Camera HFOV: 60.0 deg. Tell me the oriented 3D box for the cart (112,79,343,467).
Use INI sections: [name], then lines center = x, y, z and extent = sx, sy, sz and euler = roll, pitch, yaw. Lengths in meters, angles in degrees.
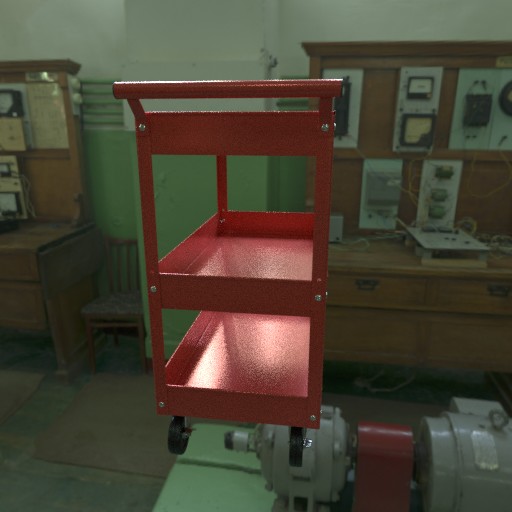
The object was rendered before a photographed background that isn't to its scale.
[cart]
center = 0.000, 0.000, 1.138
extent = 0.366, 0.780, 0.719
euler = 2, 17, 8
